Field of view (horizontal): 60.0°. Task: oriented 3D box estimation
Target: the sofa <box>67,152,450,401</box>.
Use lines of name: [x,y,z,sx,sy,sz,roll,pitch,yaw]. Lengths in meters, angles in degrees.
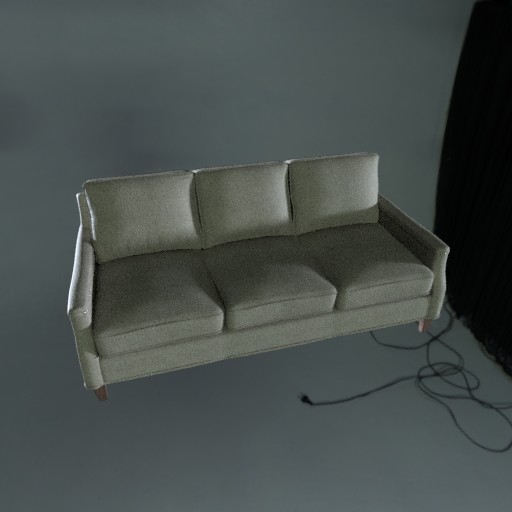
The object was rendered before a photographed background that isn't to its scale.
sofa: [0.000,0.000,2.917,2.246,1.003,1.084,-9,33,-13]
